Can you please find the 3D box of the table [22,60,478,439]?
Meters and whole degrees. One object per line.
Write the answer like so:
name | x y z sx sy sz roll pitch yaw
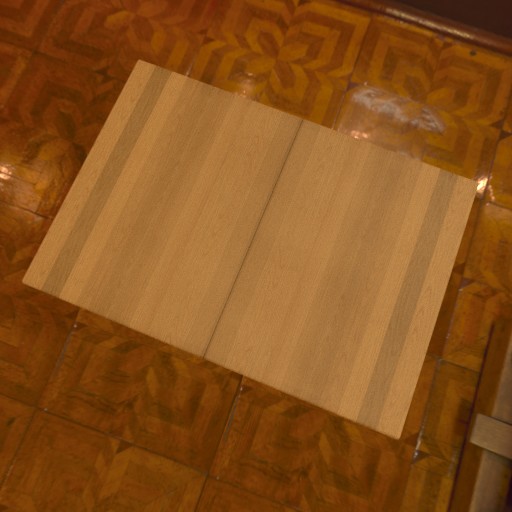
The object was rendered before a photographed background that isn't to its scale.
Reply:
table | 0.000 0.000 1.859 1.300 0.770 0.900 21 78 5
